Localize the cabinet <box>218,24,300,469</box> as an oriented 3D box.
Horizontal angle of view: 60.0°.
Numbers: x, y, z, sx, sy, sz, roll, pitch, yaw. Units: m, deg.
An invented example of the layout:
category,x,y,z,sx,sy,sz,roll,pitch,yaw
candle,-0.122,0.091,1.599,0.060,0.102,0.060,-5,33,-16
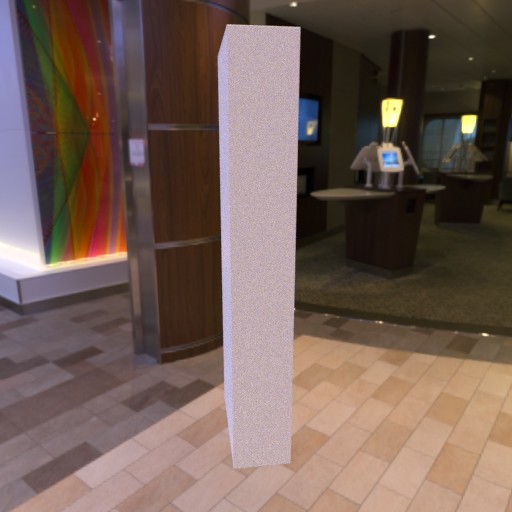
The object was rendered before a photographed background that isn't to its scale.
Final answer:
category,x,y,z,sx,sy,sz,roll,pitch,yaw
cabinet,0.000,0.000,1.850,0.255,1.630,0.520,-2,14,-8
